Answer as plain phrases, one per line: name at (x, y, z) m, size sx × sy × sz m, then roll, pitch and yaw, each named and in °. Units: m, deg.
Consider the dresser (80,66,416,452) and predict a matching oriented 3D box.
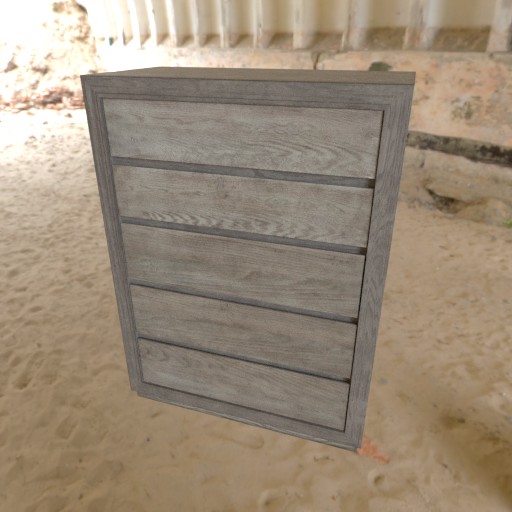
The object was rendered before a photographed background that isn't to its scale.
dresser at (0.000, 0.000, 1.696) m, size 0.967 × 1.295 × 0.483 m, roll 8°, pitch 27°, yaw 16°
